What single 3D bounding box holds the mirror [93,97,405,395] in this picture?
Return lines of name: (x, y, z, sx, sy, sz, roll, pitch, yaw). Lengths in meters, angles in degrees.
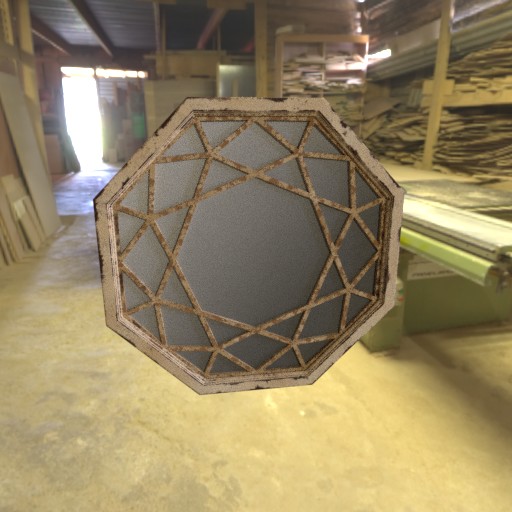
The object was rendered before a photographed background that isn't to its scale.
mirror: (0.000, 0.000, 0.962, 0.648, 0.648, 0.031, -3, 17, -9)
